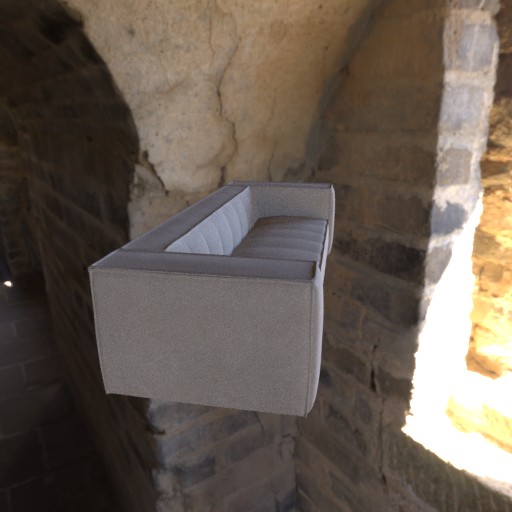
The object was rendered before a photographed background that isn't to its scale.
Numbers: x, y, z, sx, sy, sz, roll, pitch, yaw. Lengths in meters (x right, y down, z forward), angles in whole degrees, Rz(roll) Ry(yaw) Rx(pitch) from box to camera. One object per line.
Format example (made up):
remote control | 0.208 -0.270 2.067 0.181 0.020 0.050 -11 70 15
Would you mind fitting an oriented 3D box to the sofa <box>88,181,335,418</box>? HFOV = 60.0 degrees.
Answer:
sofa | 0.000 0.000 3.139 1.038 0.680 2.697 3 18 10
